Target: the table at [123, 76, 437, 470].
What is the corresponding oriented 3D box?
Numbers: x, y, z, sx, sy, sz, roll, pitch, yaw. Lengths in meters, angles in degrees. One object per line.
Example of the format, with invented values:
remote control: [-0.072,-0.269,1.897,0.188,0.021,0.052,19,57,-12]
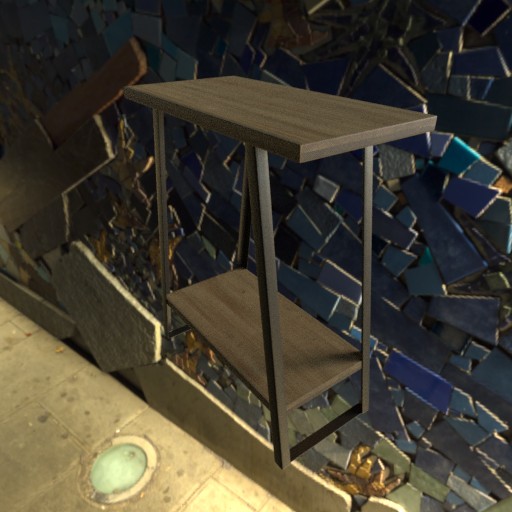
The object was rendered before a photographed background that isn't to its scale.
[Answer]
table: [0.000,0.000,1.033,0.300,0.701,0.599,-20,35,-31]
